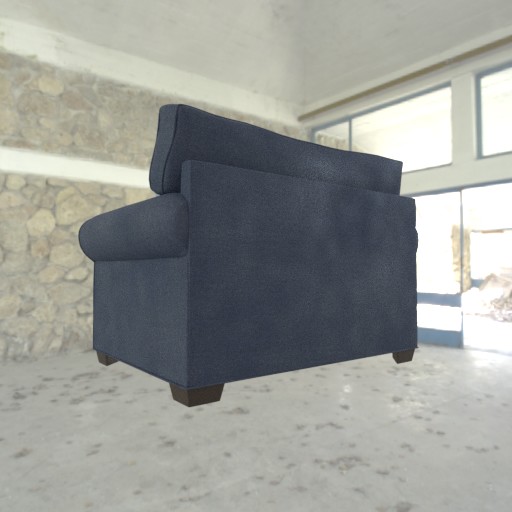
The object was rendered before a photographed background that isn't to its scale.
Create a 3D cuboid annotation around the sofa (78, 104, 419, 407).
[{"bbox_3d":[0.000,0.000,2.121,1.405,1.004,0.938,2,-3,-37],"label":"sofa"}]
